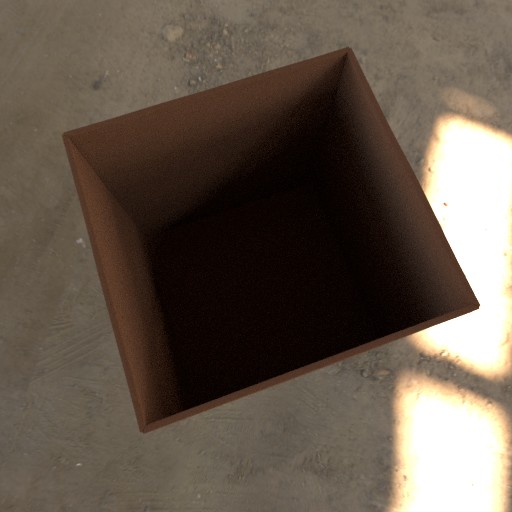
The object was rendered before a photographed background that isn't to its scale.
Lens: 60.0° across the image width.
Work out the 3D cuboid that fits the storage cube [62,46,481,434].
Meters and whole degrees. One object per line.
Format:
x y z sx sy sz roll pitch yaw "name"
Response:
0.000 0.000 0.488 0.270 0.280 0.270 -19 75 -5 "storage cube"
